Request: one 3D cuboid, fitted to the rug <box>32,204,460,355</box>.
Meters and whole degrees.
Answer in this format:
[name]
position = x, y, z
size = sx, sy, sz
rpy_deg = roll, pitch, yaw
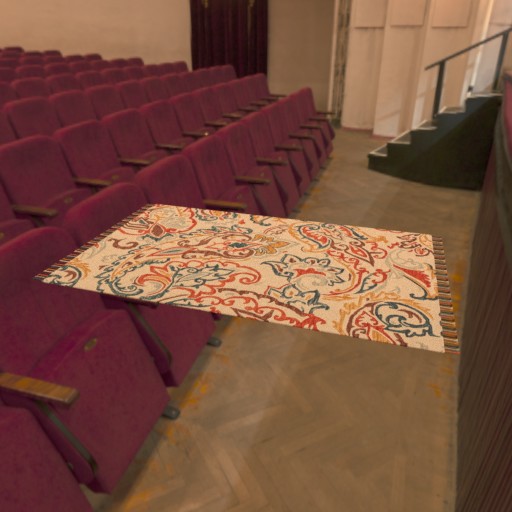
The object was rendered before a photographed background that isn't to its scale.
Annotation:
[rug]
position = 0.000, 0.000, 3.183
size = 2.584, 0.010, 1.523
rpy_deg = 8, 27, 15
